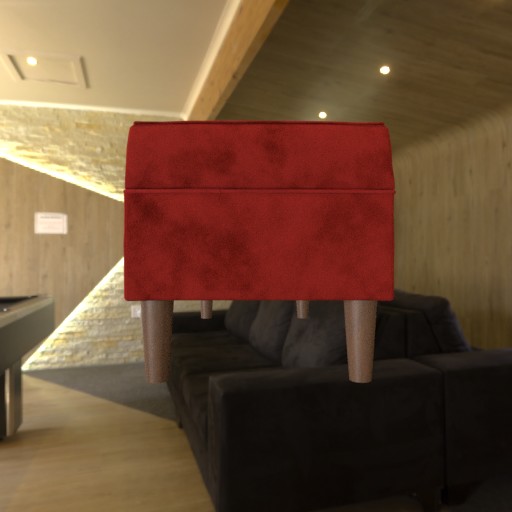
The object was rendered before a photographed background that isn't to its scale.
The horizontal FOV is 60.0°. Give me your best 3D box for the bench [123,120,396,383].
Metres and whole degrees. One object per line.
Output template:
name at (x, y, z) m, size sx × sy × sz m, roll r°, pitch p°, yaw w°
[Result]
bench at (0.000, 0.000, 1.277) m, size 0.492 × 0.471 × 1.016 m, roll 0°, pitch -1°, yaw -1°
